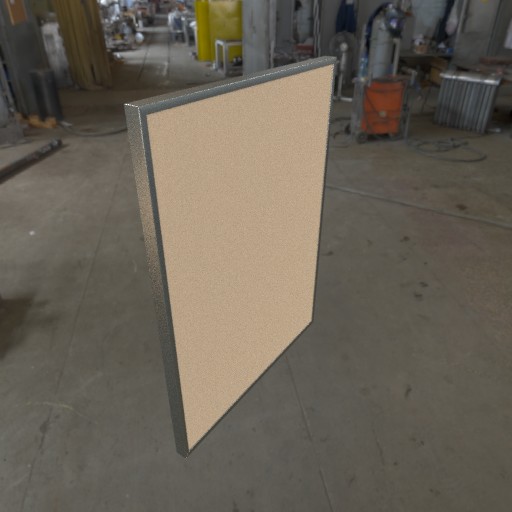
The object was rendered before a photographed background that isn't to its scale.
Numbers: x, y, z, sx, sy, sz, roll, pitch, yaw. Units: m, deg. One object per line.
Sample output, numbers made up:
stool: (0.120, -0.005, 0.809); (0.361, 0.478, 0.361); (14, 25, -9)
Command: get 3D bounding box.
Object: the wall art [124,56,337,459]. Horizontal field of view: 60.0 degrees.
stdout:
wall art: (0.000, 0.000, 1.384); (0.041, 1.062, 0.803); (21, 37, 30)
